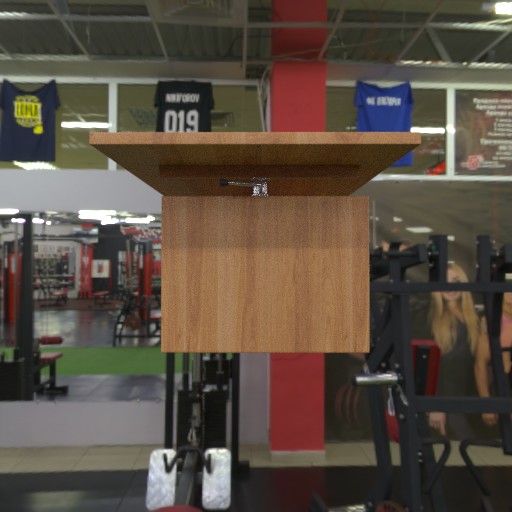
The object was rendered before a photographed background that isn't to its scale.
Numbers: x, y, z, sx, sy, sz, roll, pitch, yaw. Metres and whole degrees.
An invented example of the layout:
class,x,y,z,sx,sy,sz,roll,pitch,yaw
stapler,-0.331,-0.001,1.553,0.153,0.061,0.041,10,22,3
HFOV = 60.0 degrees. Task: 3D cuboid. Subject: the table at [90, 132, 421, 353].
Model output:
class,x,y,z,sx,sy,sz,roll,pitch,yaw
table,0.000,0.000,1.482,0.700,0.510,1.100,0,-1,0
